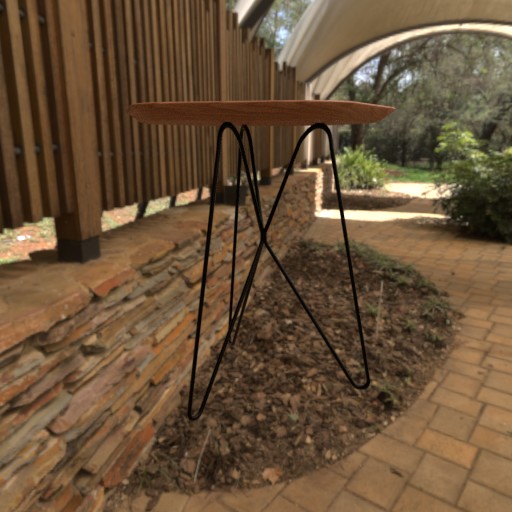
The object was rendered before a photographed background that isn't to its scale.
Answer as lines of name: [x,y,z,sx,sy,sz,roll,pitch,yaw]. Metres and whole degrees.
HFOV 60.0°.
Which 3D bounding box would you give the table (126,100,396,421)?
table: [0.000,0.000,0.894,0.500,0.562,0.400,2,15,9]
